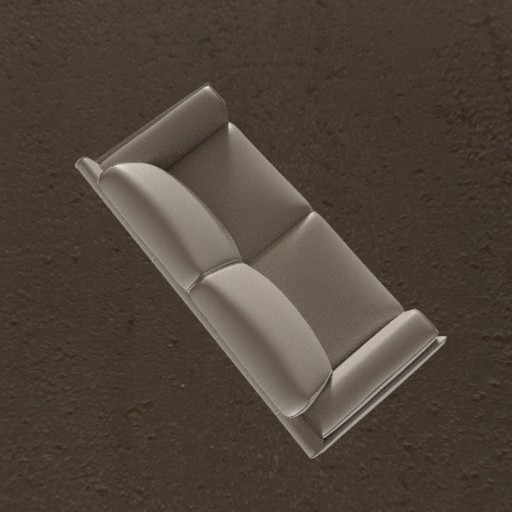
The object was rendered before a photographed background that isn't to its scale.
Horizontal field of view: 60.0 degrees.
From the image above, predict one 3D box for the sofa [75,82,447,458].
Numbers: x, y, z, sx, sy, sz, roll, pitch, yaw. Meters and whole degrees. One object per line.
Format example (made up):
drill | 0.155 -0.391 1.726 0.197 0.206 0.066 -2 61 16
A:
sofa | 0.000 0.000 2.614 1.049 0.930 2.101 -39 79 -9
